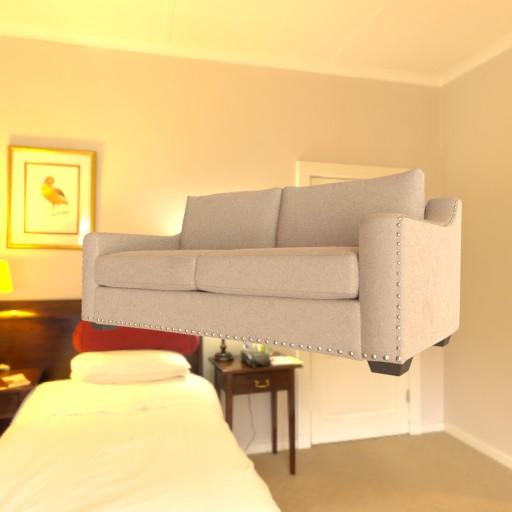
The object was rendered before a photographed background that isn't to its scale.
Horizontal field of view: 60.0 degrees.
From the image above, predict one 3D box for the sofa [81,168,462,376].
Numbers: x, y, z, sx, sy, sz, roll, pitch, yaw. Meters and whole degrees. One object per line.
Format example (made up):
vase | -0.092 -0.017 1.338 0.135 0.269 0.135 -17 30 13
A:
sofa | 0.000 0.000 2.522 1.967 0.901 1.030 0 -1 36
